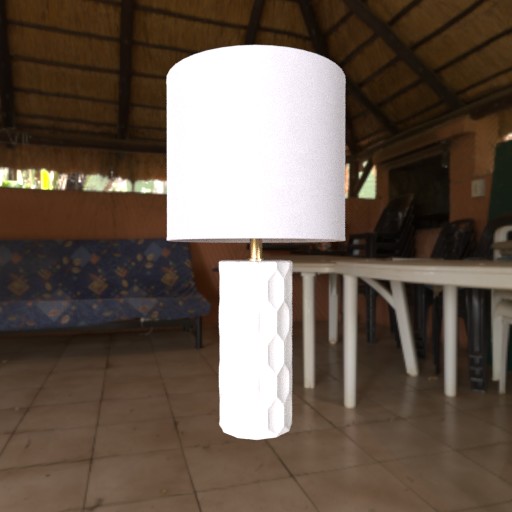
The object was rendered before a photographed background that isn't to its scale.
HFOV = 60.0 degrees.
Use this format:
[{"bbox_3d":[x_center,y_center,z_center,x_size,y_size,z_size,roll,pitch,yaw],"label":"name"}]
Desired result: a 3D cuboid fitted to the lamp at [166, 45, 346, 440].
[{"bbox_3d":[0.000,0.000,0.701,0.277,0.537,0.277,0,1,-18],"label":"lamp"}]
